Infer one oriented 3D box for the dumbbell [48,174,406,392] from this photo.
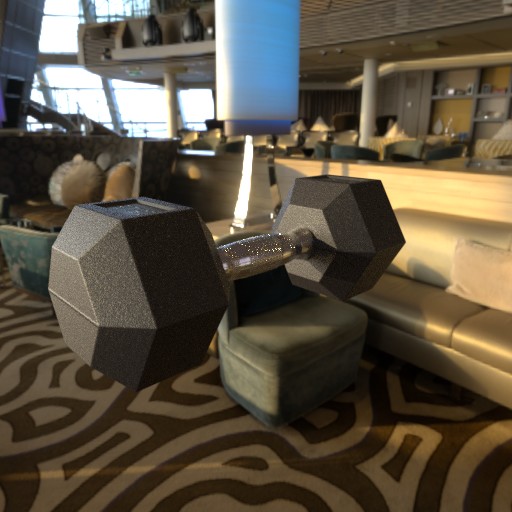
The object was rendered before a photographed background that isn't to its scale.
[{"bbox_3d":[0.000,0.000,0.378,0.315,0.113,0.129,-15,22,-41],"label":"dumbbell"}]
